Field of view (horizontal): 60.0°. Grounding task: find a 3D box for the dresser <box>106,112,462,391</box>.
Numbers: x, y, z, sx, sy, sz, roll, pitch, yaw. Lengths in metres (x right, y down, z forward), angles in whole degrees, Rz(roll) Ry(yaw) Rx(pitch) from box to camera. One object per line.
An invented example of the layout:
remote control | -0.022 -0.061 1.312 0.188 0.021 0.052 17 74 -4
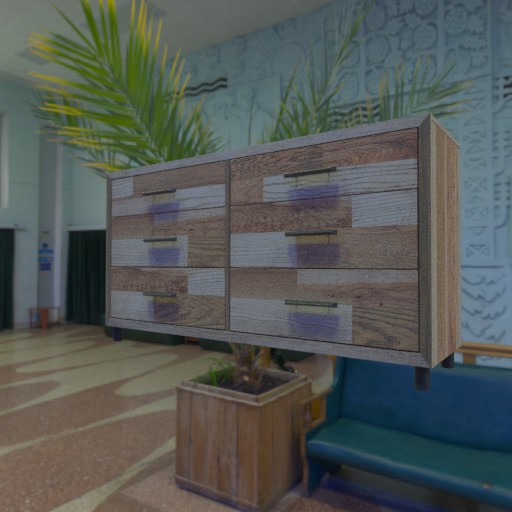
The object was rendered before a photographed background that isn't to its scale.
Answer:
dresser | 0.000 0.000 1.915 1.547 0.834 0.487 -1 -1 35
